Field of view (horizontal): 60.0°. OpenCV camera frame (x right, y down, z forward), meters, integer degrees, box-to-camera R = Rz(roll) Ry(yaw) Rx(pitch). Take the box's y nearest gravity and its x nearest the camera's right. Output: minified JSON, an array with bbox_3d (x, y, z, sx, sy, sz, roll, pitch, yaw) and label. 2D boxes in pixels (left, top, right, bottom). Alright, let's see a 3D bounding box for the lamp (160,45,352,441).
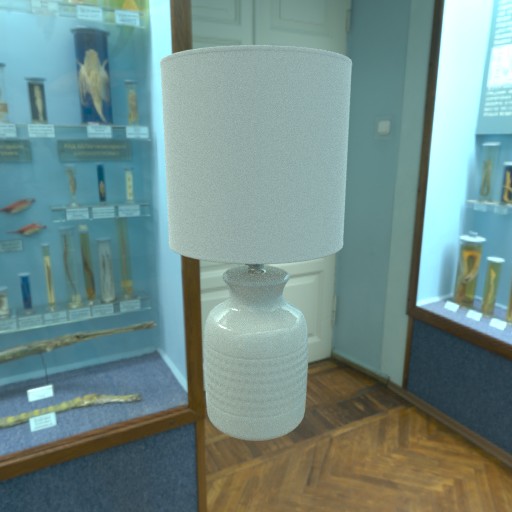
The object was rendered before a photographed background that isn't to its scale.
[{"bbox_3d":[0.000,0.000,0.490,0.188,0.392,0.188,-7,16,-25],"label":"lamp"}]
